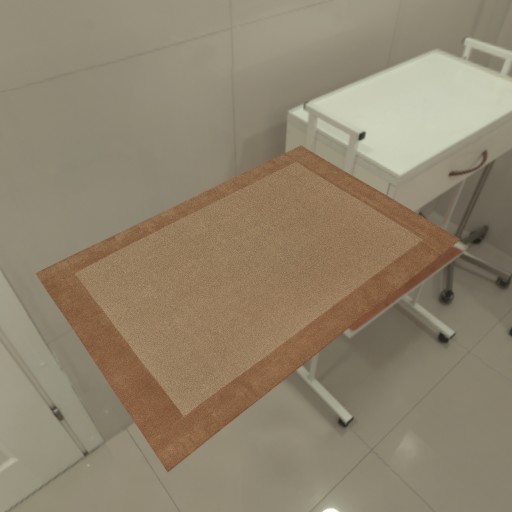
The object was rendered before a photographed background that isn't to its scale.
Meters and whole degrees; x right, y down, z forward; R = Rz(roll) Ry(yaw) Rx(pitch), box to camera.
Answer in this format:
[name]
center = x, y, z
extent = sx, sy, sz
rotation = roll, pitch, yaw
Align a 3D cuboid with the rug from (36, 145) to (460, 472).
[rug]
center = 0.000, 0.000, 2.280
extent = 1.829, 0.014, 1.219
rotation = -31, 53, -27
